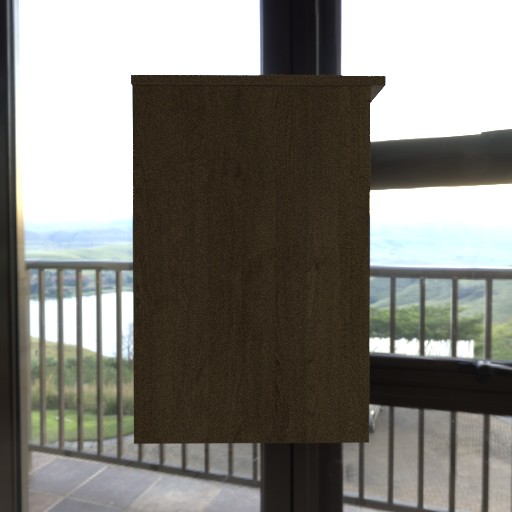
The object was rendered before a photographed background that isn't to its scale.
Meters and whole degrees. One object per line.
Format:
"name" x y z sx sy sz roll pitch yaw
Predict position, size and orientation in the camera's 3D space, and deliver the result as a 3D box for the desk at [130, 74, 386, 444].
"desk" 0.000 0.000 1.316 0.498 0.724 0.893 0 1 -1
